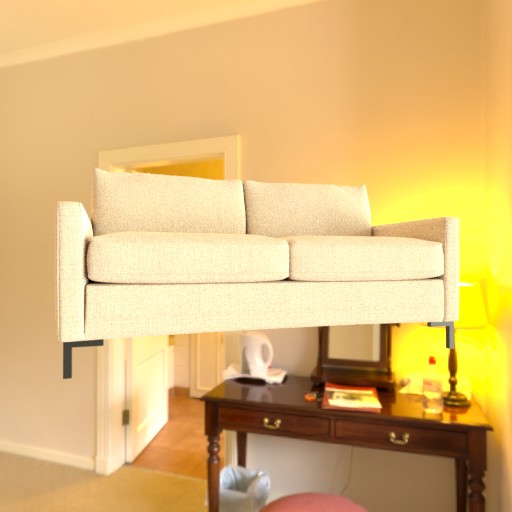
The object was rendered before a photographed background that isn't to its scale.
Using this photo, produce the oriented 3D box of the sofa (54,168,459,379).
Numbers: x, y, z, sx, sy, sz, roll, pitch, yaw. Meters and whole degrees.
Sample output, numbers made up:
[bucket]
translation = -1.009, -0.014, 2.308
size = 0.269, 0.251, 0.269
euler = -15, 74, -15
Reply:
[sofa]
translation = 0.000, 0.000, 2.049
size = 1.651, 0.812, 0.839
euler = 0, -1, -19
